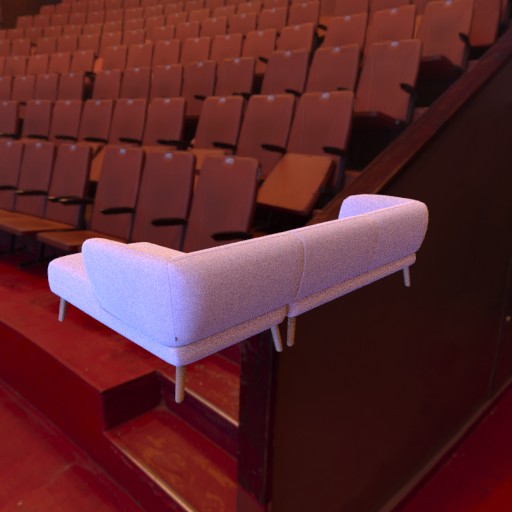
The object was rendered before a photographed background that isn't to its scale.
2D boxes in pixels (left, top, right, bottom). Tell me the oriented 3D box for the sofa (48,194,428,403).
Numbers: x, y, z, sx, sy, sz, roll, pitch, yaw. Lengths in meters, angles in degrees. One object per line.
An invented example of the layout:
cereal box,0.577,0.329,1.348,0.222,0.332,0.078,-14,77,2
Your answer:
sofa,0.000,0.000,3.340,1.610,0.730,2.660,15,21,43
